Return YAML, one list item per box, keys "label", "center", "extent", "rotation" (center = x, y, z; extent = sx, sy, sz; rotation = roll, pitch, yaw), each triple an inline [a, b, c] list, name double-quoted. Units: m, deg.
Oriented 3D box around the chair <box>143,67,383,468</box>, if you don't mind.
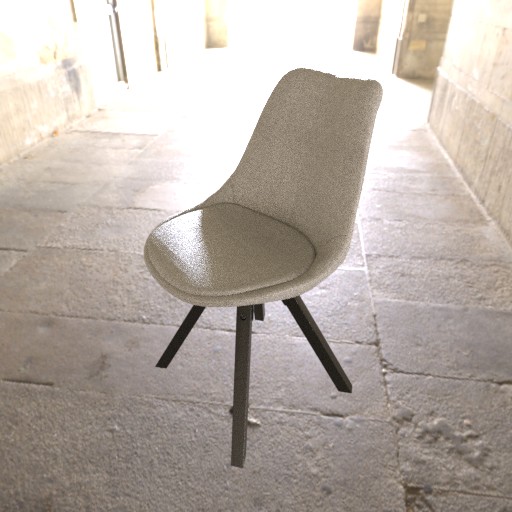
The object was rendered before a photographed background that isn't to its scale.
- label: "chair"
  center: [0.000, 0.000, 1.155]
  extent: [0.550, 0.850, 0.485]
  rotation: [-22, 37, -32]
